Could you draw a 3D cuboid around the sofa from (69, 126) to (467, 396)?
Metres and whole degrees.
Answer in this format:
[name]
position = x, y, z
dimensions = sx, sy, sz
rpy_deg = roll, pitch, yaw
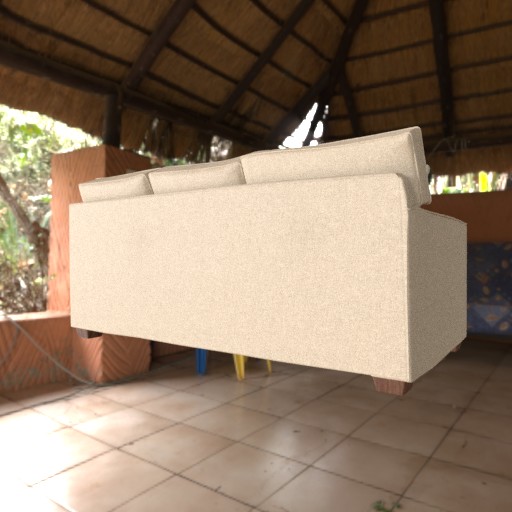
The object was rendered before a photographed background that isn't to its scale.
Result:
[sofa]
position = 0.000, 0.000, 2.420
dimensions = 1.962, 0.946, 1.034
rpy_deg = 0, 0, 35
